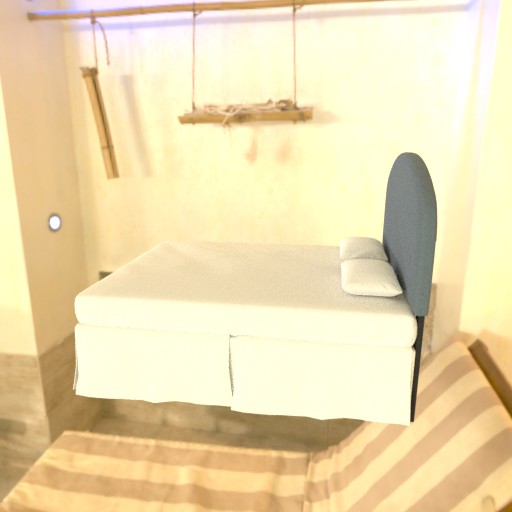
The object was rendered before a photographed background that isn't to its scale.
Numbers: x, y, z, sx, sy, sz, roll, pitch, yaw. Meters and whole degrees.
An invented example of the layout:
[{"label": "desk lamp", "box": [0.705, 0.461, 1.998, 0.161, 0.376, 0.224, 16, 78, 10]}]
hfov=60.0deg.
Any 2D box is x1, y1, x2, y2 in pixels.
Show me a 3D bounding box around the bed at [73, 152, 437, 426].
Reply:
[{"label": "bed", "box": [0.000, 0.000, 3.072, 2.005, 1.410, 1.607, 2, 15, 9]}]
